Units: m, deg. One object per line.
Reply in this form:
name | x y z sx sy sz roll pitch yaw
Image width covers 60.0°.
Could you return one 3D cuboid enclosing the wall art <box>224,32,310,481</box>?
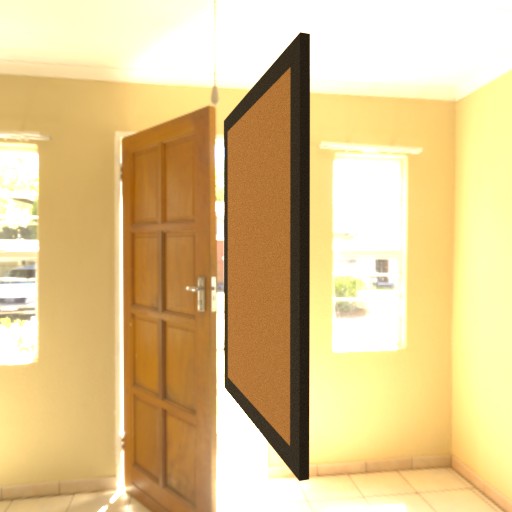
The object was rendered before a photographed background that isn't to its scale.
wall art | 0.000 0.000 0.709 0.013 0.534 0.380 0 1 -18
